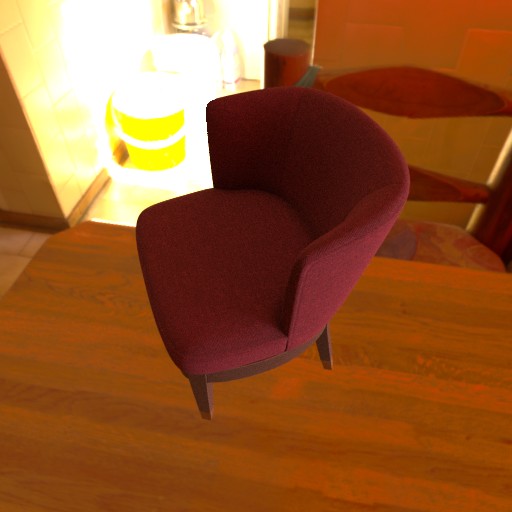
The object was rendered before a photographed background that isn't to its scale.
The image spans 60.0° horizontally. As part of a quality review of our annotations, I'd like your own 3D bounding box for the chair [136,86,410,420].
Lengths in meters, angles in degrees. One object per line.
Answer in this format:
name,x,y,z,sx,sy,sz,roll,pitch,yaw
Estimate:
chair,0.000,0.000,1.319,0.660,0.760,0.700,-14,47,-14
